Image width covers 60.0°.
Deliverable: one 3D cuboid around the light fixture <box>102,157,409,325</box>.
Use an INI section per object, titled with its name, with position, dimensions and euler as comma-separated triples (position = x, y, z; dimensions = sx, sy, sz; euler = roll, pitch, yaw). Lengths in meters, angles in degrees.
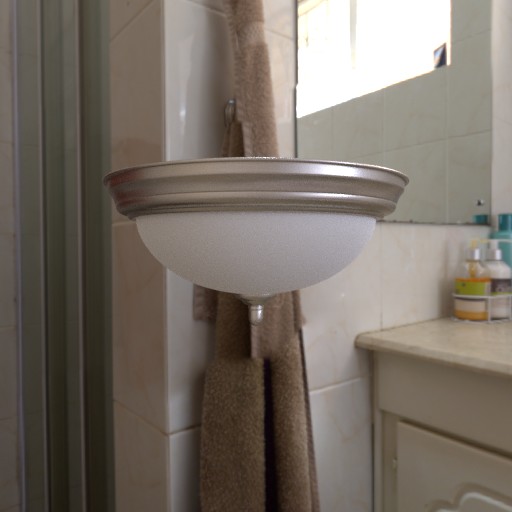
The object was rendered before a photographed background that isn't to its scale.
[light fixture]
position = 0.000, 0.000, 0.429
dimensions = 0.280, 0.135, 0.280
euler = 0, 1, 0
